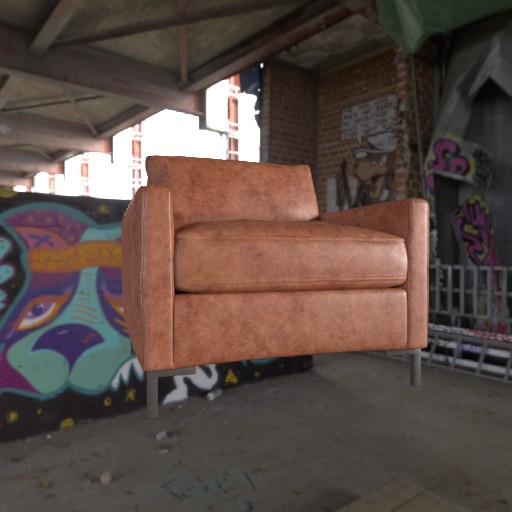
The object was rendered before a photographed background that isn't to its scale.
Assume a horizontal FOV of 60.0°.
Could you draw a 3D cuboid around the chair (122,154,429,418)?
[{"bbox_3d":[0.000,0.000,1.704,0.967,0.869,0.862,0,0,-19],"label":"chair"}]
